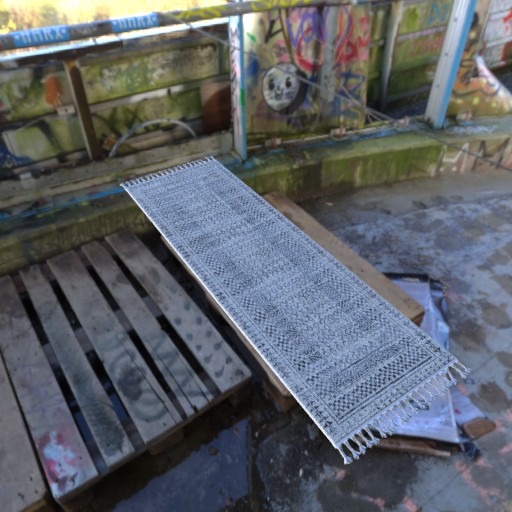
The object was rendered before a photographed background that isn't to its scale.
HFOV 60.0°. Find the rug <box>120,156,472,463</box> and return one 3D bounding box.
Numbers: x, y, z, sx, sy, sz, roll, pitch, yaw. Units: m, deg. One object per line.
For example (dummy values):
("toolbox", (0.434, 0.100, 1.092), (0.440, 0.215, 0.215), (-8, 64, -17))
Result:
("rug", (0.000, 0.000, 2.657), (0.786, 0.013, 2.480), (-24, 46, -25))
